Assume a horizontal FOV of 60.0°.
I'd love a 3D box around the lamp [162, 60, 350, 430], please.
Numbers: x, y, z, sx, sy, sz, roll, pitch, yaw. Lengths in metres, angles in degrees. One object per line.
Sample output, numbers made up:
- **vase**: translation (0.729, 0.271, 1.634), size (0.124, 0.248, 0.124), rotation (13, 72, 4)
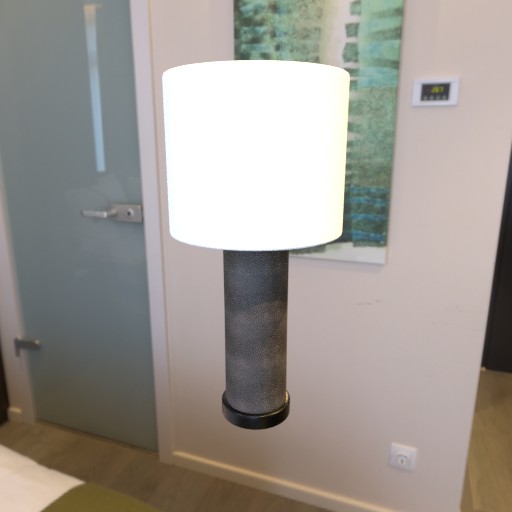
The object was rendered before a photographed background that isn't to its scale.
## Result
- **lamp**: translation (0.000, 0.000, 0.811), size (0.305, 0.634, 0.305), rotation (-2, 15, -9)
